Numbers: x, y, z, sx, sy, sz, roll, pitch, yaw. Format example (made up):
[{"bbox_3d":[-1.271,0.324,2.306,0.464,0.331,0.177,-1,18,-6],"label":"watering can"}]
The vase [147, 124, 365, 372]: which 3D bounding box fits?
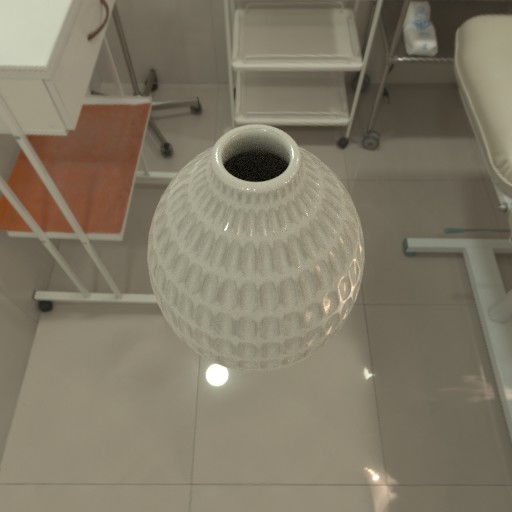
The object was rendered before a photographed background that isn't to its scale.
[{"bbox_3d":[0.000,0.000,0.339,0.162,0.223,0.162,0,60,0],"label":"vase"}]
